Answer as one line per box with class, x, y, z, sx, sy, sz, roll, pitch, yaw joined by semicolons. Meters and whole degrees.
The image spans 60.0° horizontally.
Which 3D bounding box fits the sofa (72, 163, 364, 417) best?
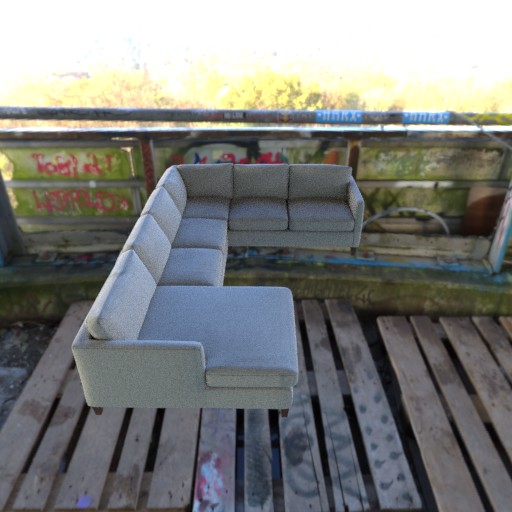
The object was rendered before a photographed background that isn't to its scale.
sofa;0.000;0.000;4.675;2.593;0.959;3.460;0;31;1
